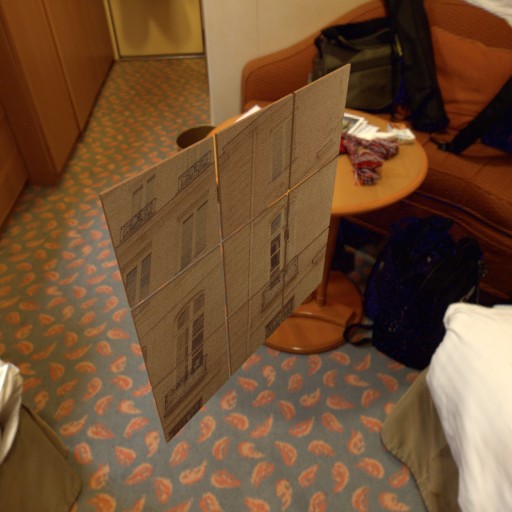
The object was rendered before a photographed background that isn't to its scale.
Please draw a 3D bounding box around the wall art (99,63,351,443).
[{"bbox_3d":[0.000,0.000,2.272,0.023,1.522,1.526,27,47,28],"label":"wall art"}]
